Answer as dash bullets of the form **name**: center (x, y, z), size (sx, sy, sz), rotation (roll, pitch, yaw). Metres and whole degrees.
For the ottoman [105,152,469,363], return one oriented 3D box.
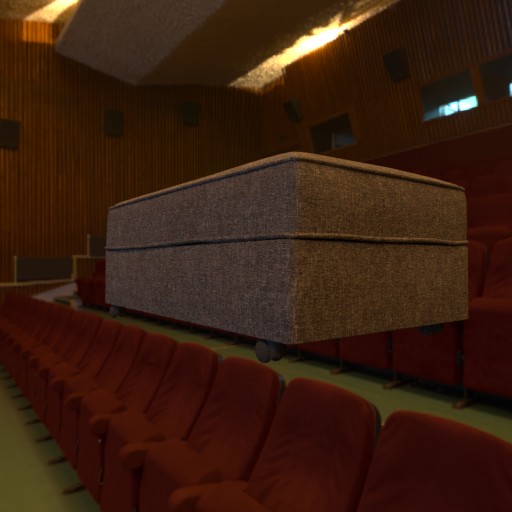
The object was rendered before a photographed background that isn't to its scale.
- **ottoman**: center (0.000, 0.000, 1.555), size (0.717, 0.487, 1.184), rotation (1, -1, -36)
